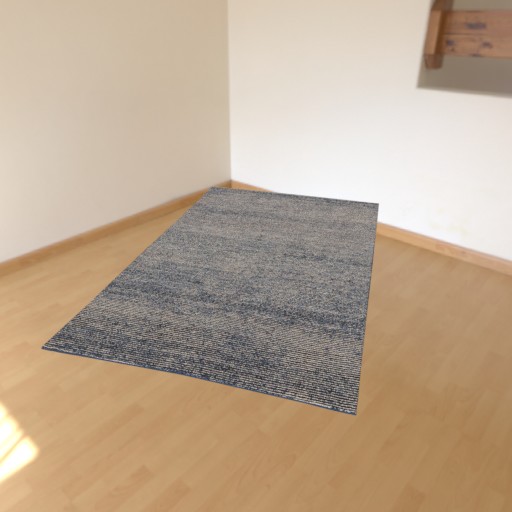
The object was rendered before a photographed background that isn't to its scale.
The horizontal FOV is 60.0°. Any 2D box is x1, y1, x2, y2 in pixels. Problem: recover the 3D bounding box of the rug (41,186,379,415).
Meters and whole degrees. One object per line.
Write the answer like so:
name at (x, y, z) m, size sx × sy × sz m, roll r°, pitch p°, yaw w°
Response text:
rug at (0.000, 0.000, 2.265) m, size 1.159 × 0.025 × 1.793 m, roll 8°, pitch 30°, yaw 14°
